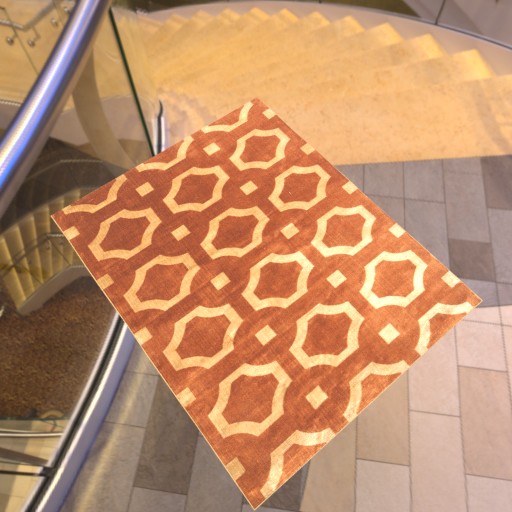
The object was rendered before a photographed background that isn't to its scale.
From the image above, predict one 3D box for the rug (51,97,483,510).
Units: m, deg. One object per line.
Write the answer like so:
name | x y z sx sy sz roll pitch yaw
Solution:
rug | 0.000 0.000 3.930 2.466 0.021 3.049 -35 68 -17
